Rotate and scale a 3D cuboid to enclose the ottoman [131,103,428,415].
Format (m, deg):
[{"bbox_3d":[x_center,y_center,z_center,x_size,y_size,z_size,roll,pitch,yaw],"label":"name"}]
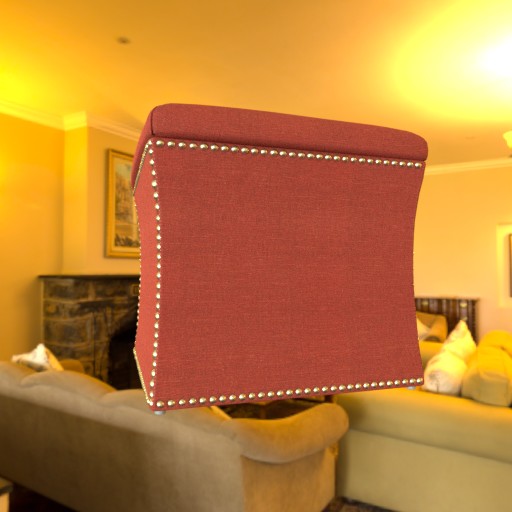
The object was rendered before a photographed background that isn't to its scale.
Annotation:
[{"bbox_3d":[0.000,0.000,0.922,0.497,0.475,0.507,1,-2,-18],"label":"ottoman"}]
